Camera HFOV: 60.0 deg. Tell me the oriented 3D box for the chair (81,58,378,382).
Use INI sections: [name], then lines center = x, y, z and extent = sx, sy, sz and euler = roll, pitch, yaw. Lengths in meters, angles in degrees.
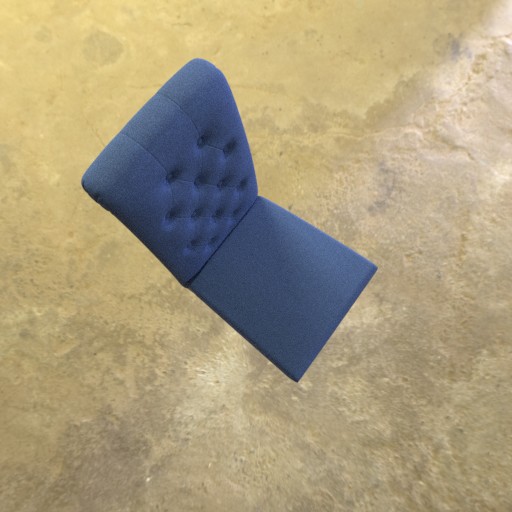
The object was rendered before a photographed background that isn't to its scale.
[chair]
center = 0.000, 0.000, 1.387
extent = 0.671, 1.006, 0.456
euler = 36, 78, 9
